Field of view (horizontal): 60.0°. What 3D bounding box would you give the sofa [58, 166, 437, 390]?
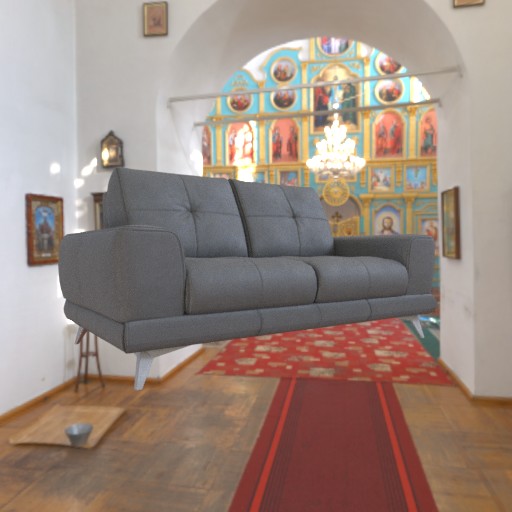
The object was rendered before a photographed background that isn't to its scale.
[{"bbox_3d":[0.000,0.000,2.362,1.806,0.907,1.018,-1,1,-35],"label":"sofa"}]
